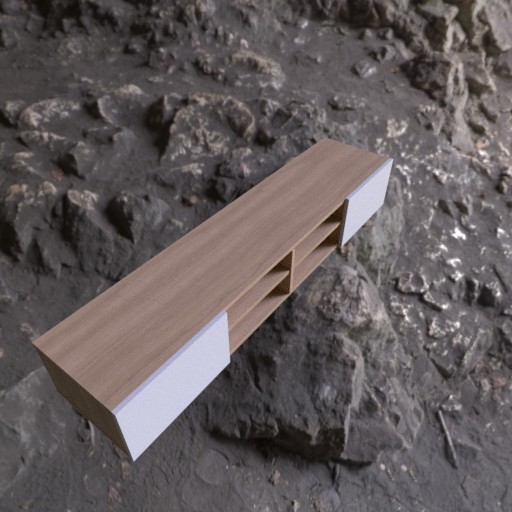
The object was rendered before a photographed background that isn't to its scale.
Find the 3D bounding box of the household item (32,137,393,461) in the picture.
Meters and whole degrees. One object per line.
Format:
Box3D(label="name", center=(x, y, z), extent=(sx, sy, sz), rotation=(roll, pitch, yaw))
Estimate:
Box3D(label="household item", center=(0.000, 0.000, 2.000), extent=(0.420, 0.310, 1.850), rotation=(27, 48, 27))
